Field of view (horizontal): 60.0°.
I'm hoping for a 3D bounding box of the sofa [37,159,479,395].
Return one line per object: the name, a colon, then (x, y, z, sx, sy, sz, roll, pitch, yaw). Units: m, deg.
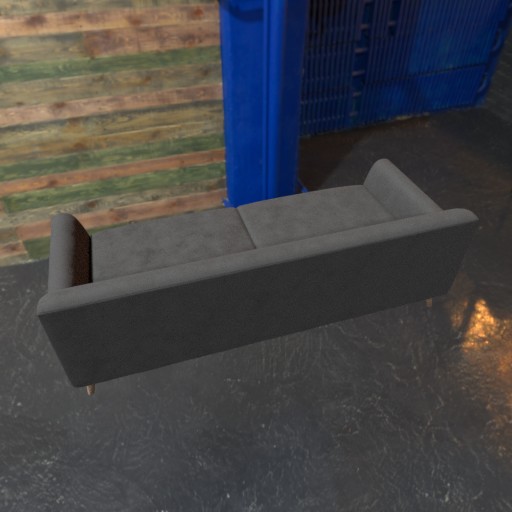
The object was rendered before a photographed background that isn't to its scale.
sofa: (0.000, 0.000, 2.611, 2.190, 0.740, 0.900, -12, 43, -13)
